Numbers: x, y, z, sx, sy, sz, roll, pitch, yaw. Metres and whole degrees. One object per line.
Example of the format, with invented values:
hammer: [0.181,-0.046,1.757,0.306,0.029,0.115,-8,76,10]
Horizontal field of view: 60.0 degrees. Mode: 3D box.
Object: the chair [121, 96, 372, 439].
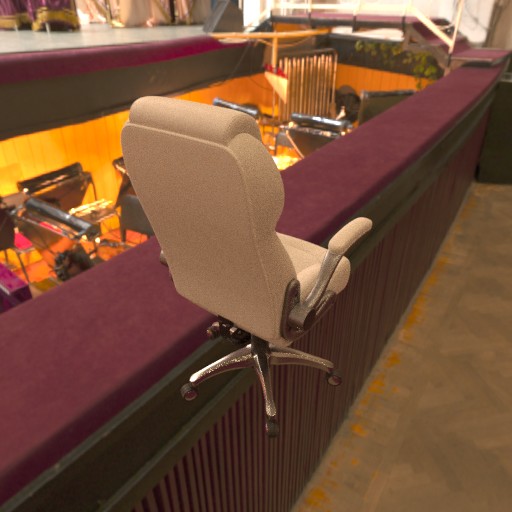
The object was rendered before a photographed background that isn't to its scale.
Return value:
chair: [0.000,0.000,1.825,0.755,1.330,0.806,21,37,32]
